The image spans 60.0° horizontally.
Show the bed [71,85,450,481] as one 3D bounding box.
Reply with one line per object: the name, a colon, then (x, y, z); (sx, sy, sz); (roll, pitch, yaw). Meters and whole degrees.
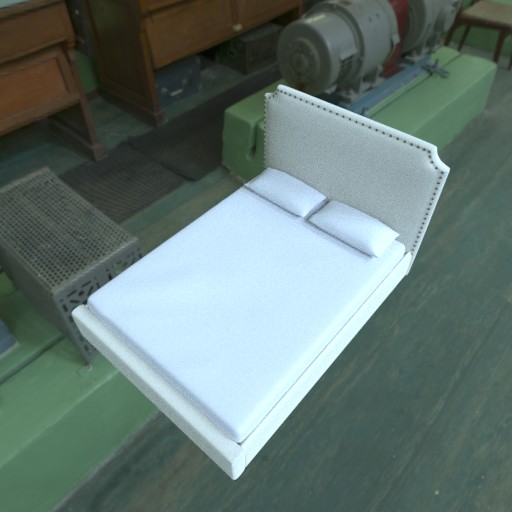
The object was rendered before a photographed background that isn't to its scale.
bed: (0.000, 0.000, 3.401); (1.712, 1.443, 2.372); (32, 55, 26)
